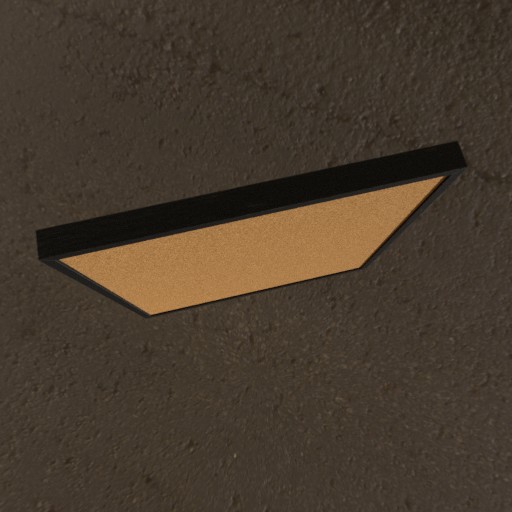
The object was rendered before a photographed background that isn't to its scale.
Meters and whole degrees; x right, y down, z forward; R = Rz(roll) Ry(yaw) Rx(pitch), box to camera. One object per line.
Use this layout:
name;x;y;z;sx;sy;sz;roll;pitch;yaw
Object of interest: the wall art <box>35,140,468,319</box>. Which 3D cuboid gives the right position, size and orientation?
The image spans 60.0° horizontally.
wall art;0.000;0.000;0.756;0.506;0.506;0.036;-13;75;-3
